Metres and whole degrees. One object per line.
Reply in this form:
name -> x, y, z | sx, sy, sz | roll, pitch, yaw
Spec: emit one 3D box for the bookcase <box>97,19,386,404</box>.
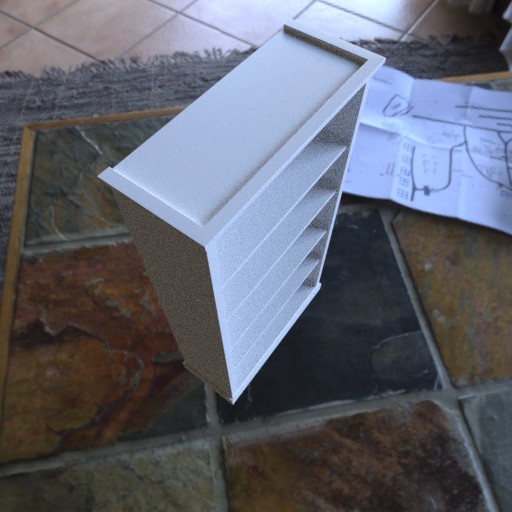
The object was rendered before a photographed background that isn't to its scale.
bookcase -> 0.000, 0.000, 2.304 | 0.432, 1.880, 1.050 | 32, 64, 18
